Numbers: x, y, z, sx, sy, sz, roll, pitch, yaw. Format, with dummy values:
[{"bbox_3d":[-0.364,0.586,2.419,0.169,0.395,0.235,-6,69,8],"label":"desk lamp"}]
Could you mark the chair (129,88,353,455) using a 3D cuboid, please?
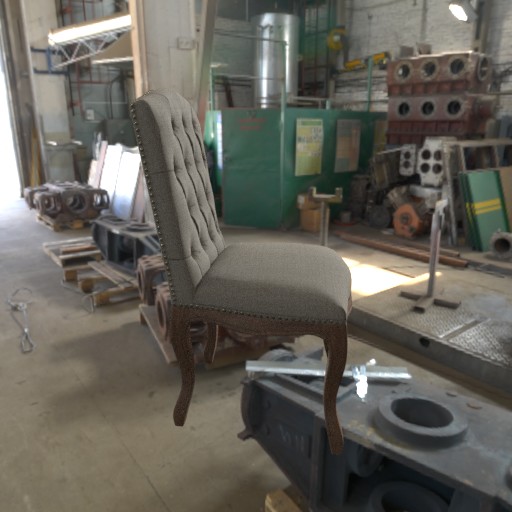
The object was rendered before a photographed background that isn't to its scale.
[{"bbox_3d":[0.000,0.000,1.667,0.731,1.191,0.637,2,17,8],"label":"chair"}]
